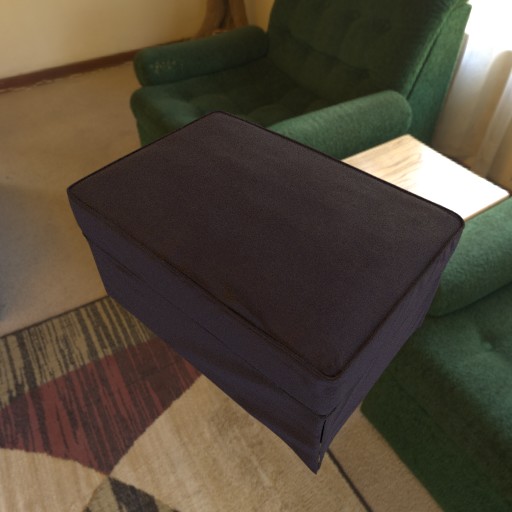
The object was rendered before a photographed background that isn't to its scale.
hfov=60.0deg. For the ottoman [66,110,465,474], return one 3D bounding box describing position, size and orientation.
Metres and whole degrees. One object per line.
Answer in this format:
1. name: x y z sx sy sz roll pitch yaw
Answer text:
1. ottoman: 0.000 0.000 1.322 0.938 0.503 0.637 32 53 27
